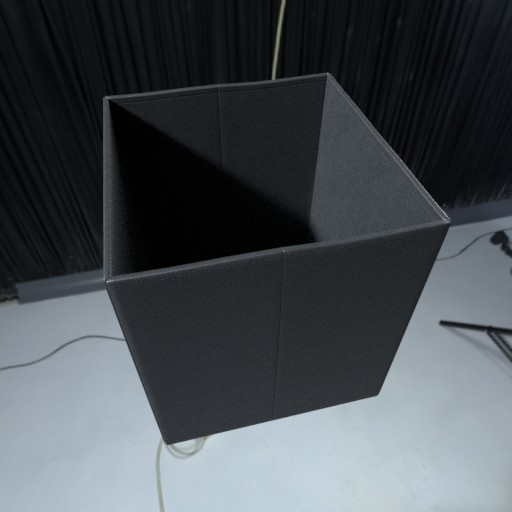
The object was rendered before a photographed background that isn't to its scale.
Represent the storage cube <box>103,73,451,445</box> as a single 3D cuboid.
[{"bbox_3d":[0.000,0.000,0.497,0.270,0.280,0.270,-10,47,-9],"label":"storage cube"}]
